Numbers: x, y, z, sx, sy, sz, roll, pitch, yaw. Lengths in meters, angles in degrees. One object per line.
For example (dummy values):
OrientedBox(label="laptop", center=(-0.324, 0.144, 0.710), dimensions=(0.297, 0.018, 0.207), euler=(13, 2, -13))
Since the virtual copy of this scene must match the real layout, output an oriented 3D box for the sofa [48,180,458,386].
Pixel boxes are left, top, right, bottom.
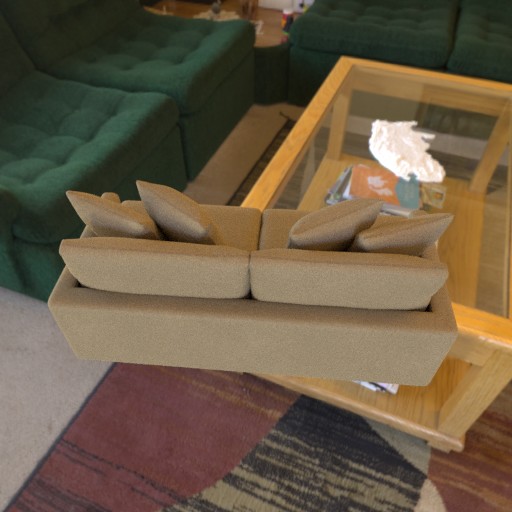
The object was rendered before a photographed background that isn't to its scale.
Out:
OrientedBox(label="sofa", center=(0.000, 0.000, 3.004), dimensions=(2.380, 1.084, 1.228), euler=(4, 47, 3))
